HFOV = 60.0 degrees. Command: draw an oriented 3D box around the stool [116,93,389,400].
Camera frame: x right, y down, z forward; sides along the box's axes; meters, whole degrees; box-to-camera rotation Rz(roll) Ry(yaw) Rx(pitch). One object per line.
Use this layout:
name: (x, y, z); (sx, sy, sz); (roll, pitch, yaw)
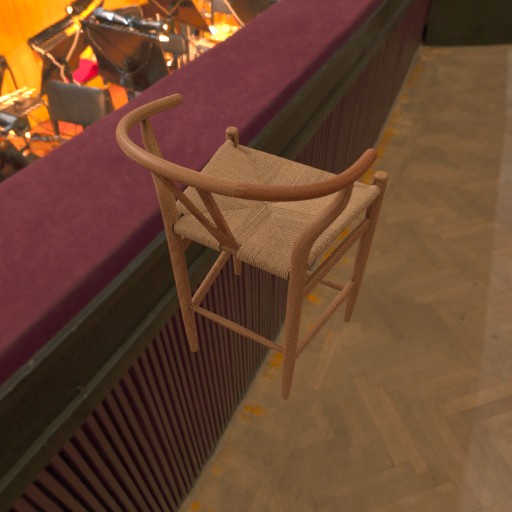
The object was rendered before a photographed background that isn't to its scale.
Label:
stool: (0.000, 0.000, 1.268); (0.536, 0.923, 0.575); (22, 50, 20)
